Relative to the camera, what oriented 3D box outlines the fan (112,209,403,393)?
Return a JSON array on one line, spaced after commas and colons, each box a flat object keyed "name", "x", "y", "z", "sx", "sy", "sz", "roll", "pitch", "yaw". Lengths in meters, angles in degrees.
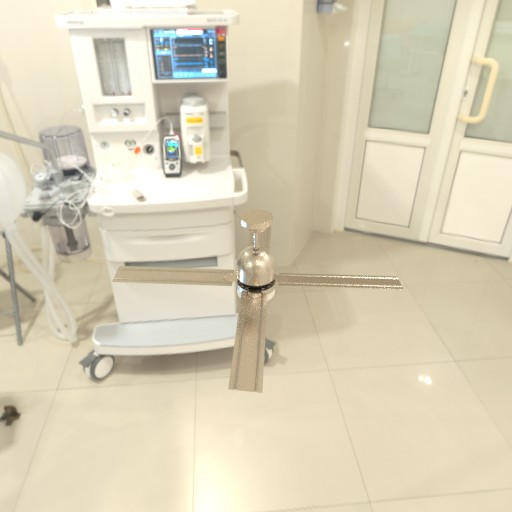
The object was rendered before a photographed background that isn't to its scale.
[{"name": "fan", "x": 0.000, "y": 0.000, "z": 2.025, "sx": 1.346, "sy": 0.406, "sz": 1.346, "roll": 1, "pitch": 32, "yaw": 1}]
